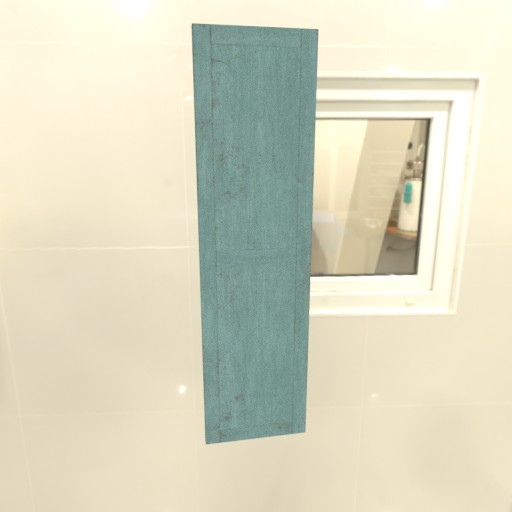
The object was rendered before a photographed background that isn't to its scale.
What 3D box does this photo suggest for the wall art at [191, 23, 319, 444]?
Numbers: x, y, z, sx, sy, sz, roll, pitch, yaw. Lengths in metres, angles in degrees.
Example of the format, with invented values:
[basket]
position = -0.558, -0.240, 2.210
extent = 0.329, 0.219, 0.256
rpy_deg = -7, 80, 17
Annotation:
[wall art]
position = 0.000, 0.000, 1.297
extent = 0.329, 1.219, 0.025
rpy_deg = -3, 15, -10
